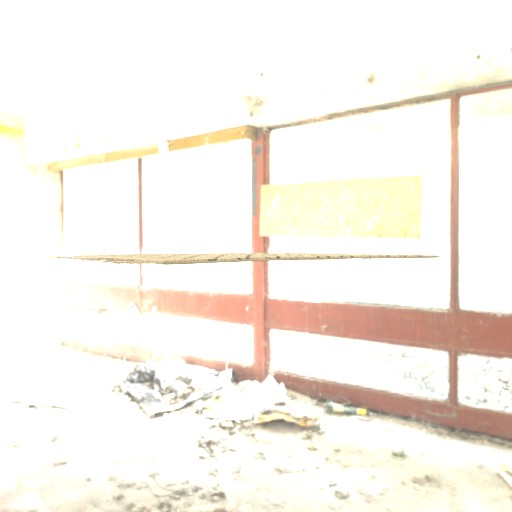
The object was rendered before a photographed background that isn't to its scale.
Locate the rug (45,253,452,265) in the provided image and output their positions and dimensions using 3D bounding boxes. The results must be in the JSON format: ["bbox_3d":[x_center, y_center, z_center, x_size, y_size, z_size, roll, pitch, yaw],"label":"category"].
[{"bbox_3d":[0.000,0.000,3.336,2.615,0.029,1.664,-1,1,-36],"label":"rug"}]
